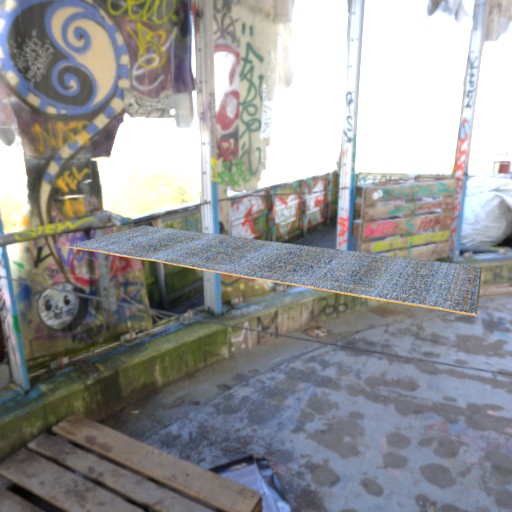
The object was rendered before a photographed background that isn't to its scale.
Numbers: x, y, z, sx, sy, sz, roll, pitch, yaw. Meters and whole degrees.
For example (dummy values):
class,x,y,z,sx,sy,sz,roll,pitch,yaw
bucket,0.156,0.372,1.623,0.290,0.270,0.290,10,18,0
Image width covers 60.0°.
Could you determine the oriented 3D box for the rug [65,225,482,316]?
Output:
class,x,y,z,sx,sy,sz,roll,pitch,yaw
rug,0.000,0.000,2.519,2.294,0.014,0.704,8,18,27
